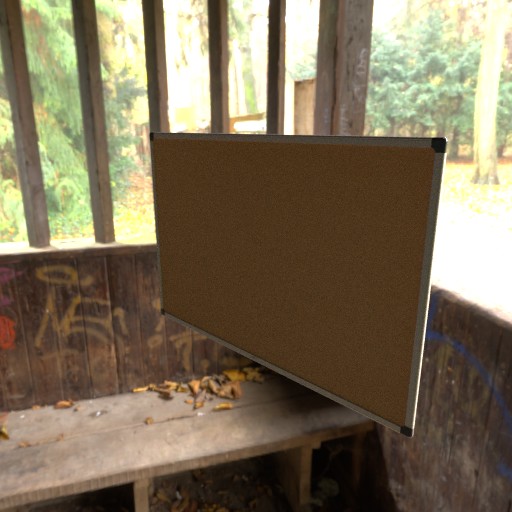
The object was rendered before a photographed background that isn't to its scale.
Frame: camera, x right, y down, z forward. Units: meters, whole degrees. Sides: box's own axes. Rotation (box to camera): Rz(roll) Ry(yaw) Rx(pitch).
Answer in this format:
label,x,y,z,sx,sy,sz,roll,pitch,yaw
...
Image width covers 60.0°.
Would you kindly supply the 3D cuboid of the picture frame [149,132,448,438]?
label,x,y,z,sx,sy,sz,roll,pitch,yaw
picture frame,0.000,0.000,1.129,0.900,0.600,0.010,15,22,42
